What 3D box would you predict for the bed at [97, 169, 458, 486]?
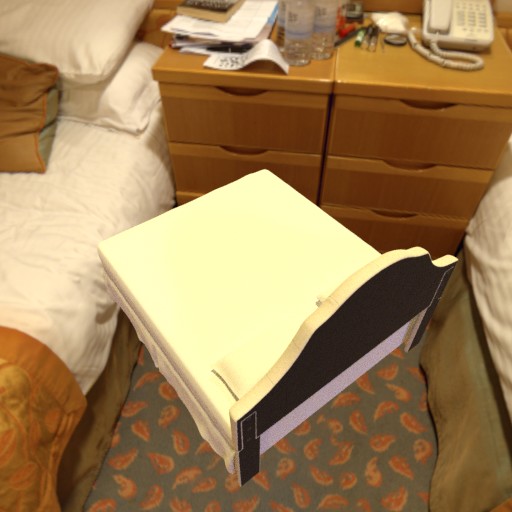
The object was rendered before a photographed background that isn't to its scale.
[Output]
[{"bbox_3d":[0.000,0.000,3.546,2.008,1.615,2.214,-29,52,-25],"label":"bed"}]
